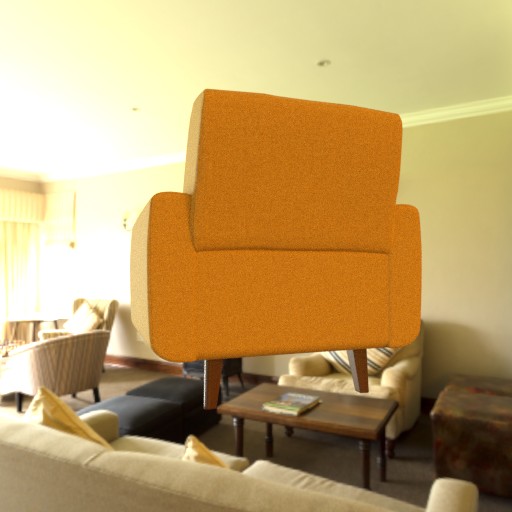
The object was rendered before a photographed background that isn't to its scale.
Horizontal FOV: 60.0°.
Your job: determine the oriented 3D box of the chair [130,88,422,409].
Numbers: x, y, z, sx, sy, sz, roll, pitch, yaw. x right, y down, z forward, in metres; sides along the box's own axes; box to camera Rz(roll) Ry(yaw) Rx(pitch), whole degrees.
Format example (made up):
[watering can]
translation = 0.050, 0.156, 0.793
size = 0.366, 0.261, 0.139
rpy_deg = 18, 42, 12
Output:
[chair]
translation = 0.000, 0.000, 1.586
size = 0.831, 0.841, 0.909
rpy_deg = 0, -1, -19
